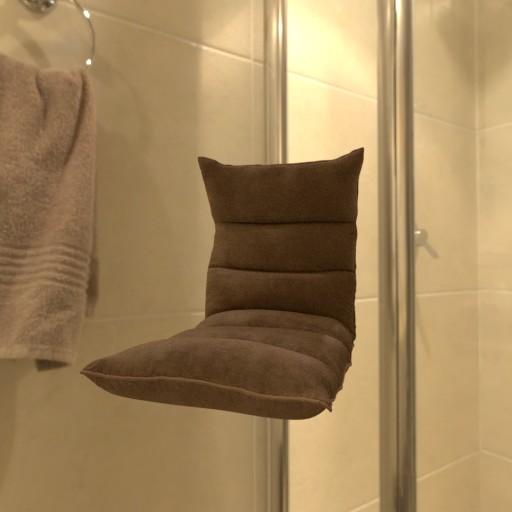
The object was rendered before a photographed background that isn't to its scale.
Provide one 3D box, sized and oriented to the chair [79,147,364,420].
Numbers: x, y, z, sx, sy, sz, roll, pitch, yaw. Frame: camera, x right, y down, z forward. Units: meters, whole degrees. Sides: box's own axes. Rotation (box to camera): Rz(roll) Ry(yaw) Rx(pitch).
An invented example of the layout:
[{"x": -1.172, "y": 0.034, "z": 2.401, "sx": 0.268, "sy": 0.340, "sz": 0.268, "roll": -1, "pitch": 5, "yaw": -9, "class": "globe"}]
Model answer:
[{"x": 0.000, "y": 0.000, "z": 1.578, "sx": 0.714, "sy": 0.892, "sz": 0.985, "roll": 0, "pitch": -1, "yaw": 17, "class": "chair"}]
